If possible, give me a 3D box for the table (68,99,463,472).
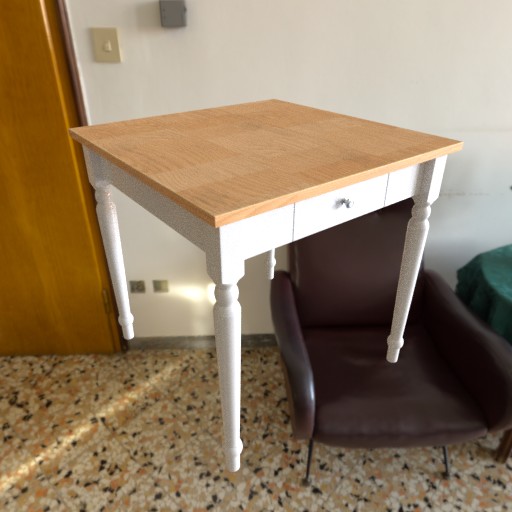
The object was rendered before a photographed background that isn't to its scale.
[{"bbox_3d":[0.000,0.000,1.357,0.747,0.738,0.747,-21,36,-32],"label":"table"}]
